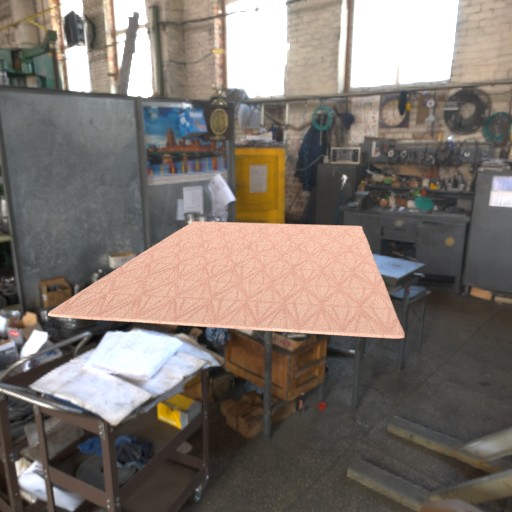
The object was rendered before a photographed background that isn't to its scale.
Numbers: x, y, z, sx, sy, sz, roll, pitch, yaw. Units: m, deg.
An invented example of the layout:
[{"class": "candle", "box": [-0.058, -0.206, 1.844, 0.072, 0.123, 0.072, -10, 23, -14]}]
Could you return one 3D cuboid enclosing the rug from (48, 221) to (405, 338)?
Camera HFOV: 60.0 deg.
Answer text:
[{"class": "rug", "box": [0.000, 0.000, 3.052, 1.609, 0.015, 2.390, 2, 15, 8]}]
